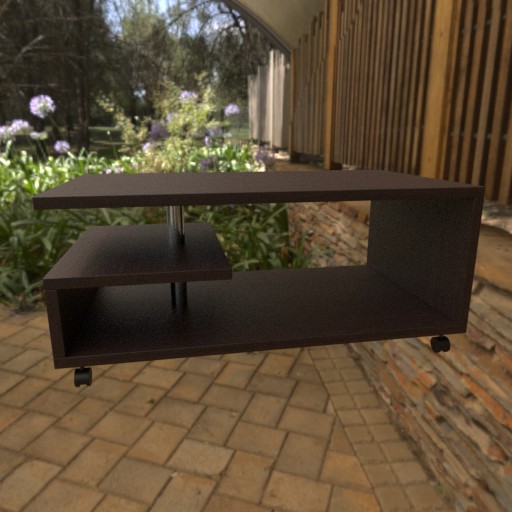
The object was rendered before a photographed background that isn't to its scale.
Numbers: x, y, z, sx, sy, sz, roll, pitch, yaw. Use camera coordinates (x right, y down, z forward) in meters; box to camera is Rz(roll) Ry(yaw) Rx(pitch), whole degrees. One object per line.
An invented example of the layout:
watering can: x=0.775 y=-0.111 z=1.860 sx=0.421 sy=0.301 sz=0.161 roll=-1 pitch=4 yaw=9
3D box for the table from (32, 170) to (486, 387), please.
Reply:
table: x=0.000 y=0.000 z=1.345 sx=1.050 sy=0.460 sz=0.590 roll=-3 pitch=15 yaw=-10
